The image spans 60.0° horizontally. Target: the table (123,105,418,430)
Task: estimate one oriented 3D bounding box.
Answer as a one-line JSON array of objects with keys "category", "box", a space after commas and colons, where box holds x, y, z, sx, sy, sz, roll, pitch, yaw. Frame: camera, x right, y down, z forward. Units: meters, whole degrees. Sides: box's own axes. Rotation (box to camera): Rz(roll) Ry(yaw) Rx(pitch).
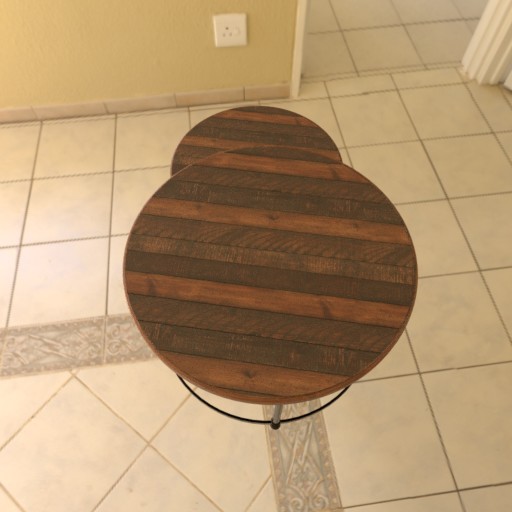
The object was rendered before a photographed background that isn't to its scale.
[{"category": "table", "box": [0.000, 0.000, 1.605, 0.870, 0.516, 1.152, -15, 61, -9]}]
